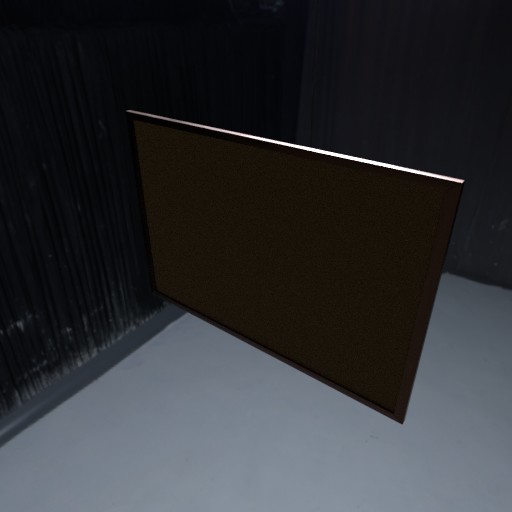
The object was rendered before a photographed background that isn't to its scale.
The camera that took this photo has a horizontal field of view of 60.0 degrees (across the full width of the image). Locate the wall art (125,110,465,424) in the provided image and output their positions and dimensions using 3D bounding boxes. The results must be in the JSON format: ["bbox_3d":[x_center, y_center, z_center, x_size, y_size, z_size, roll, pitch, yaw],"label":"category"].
[{"bbox_3d":[0.000,0.000,1.046,0.816,0.559,0.014,21,36,32],"label":"wall art"}]
